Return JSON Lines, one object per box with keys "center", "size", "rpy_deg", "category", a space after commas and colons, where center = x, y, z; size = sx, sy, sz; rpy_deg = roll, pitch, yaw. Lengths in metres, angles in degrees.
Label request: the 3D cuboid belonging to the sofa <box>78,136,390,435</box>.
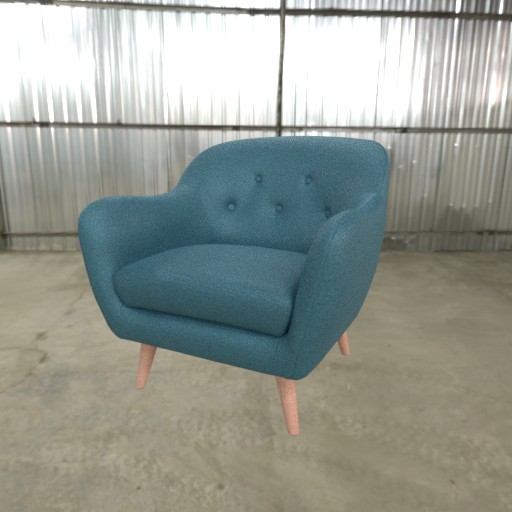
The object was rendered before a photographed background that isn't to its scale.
{"center": [0.000, 0.000, 1.531], "size": [0.836, 0.817, 0.825], "rpy_deg": [7, 15, 26], "category": "sofa"}
